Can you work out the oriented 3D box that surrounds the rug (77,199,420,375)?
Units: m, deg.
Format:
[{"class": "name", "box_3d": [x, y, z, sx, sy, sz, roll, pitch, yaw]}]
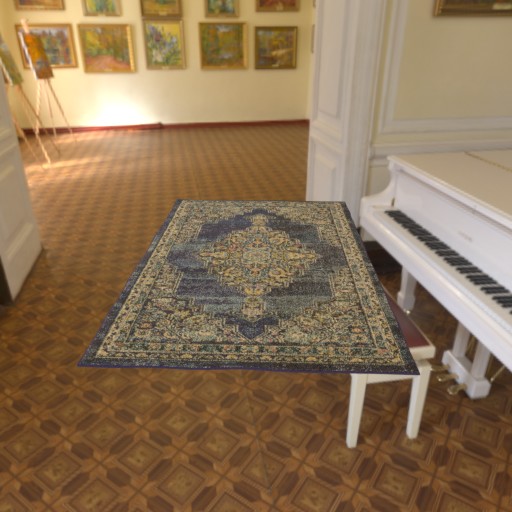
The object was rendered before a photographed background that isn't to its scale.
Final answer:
[{"class": "rug", "box_3d": [0.000, 0.000, 2.311, 1.184, 0.012, 1.781, 1, 26, 2]}]
